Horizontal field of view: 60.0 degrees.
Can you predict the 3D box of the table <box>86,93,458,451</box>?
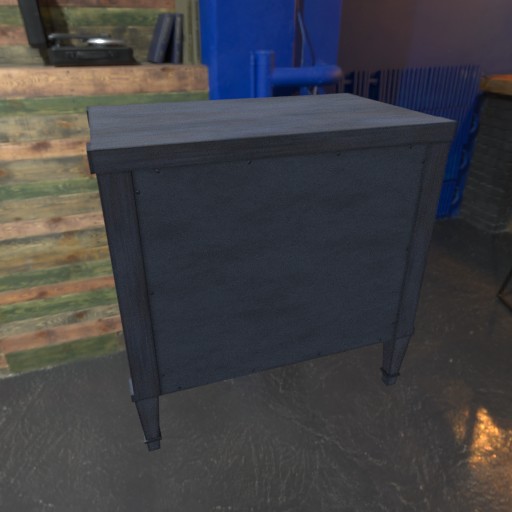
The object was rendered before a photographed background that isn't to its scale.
[{"bbox_3d":[0.000,0.000,1.060,0.660,0.660,0.413,-9,29,-17],"label":"table"}]
